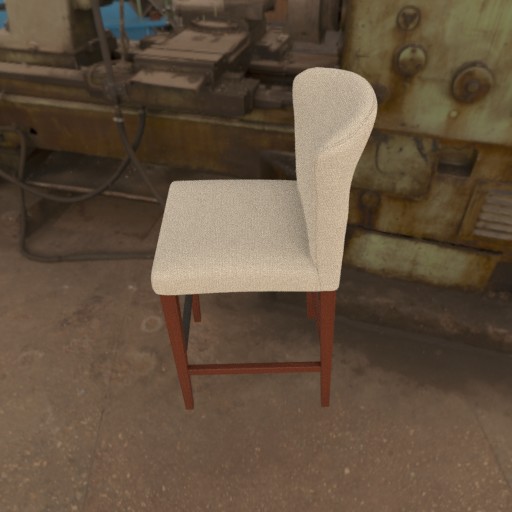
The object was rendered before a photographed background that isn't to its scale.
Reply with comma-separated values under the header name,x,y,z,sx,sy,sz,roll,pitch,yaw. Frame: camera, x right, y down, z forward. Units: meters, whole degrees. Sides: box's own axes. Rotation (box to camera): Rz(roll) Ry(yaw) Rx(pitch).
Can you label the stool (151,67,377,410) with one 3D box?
name,x,y,z,sx,sy,sz,roll,pitch,yaw
stool,0.000,0.000,1.403,0.568,1.069,0.481,-1,41,-1
